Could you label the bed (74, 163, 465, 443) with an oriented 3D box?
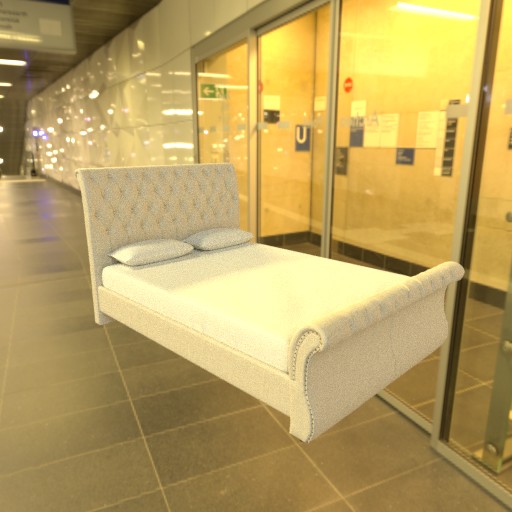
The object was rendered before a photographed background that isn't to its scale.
[{"bbox_3d":[0.000,0.000,3.355,1.606,1.268,2.493,-14,20,-43],"label":"bed"}]
